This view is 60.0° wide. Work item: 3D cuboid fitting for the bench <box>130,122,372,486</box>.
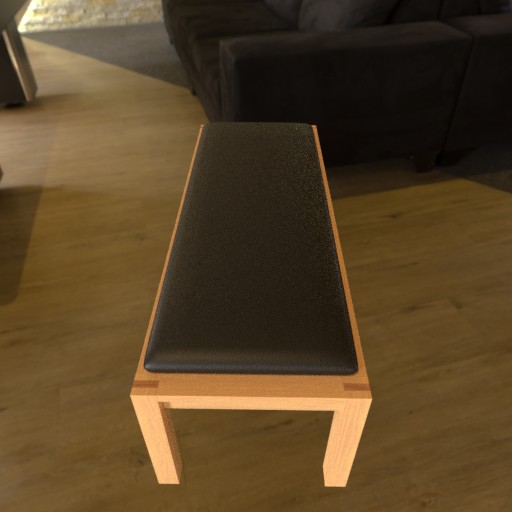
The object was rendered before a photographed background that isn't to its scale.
[{"bbox_3d":[0.000,0.000,1.388,0.450,0.430,1.202,1,40,1],"label":"bench"}]
